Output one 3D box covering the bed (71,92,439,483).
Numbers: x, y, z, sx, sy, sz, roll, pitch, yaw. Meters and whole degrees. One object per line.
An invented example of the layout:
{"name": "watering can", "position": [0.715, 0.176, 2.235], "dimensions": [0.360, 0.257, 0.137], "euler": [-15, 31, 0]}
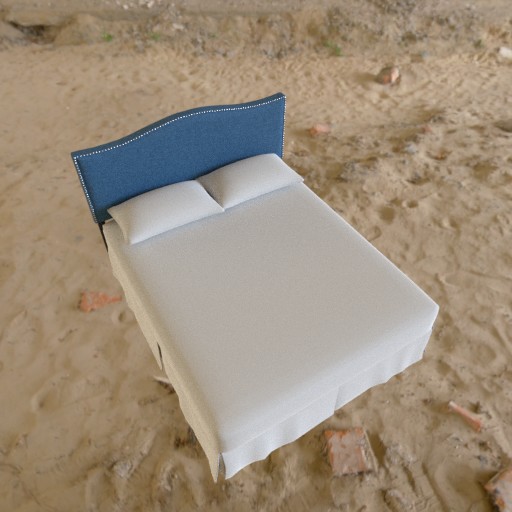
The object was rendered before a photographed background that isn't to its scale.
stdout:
{"name": "bed", "position": [0.000, 0.000, 2.847], "dimensions": [1.610, 1.169, 1.872], "euler": [-24, 51, -21]}
